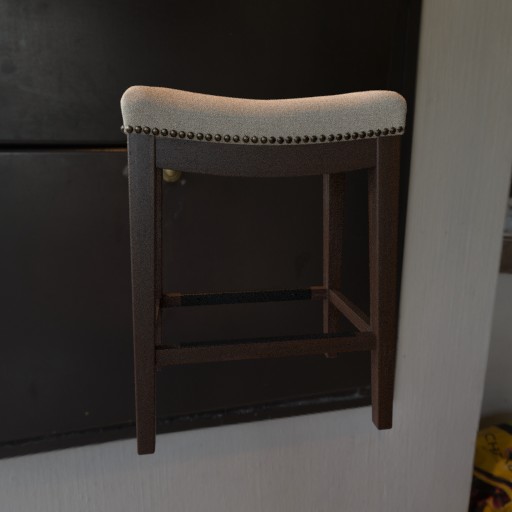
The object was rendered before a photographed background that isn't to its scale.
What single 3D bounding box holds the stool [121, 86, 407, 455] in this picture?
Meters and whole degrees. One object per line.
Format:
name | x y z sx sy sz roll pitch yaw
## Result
stool | 0.000 0.000 0.967 0.509 0.669 0.363 -2 13 -9
